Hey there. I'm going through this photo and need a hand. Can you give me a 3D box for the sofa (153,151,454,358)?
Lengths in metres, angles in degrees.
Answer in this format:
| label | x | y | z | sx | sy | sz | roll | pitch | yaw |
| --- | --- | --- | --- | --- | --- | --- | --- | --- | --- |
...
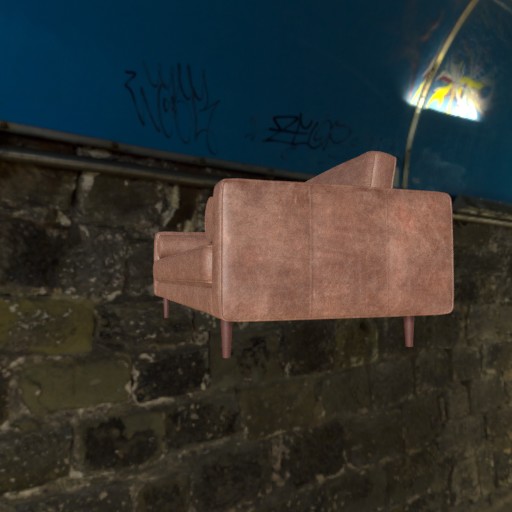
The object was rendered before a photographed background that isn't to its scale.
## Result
| label | x | y | z | sx | sy | sz | roll | pitch | yaw |
| --- | --- | --- | --- | --- | --- | --- | --- | --- | --- |
| sofa | 0.000 | 0.000 | 2.345 | 0.910 | 0.760 | 1.870 | 1 | -3 | -19 |
